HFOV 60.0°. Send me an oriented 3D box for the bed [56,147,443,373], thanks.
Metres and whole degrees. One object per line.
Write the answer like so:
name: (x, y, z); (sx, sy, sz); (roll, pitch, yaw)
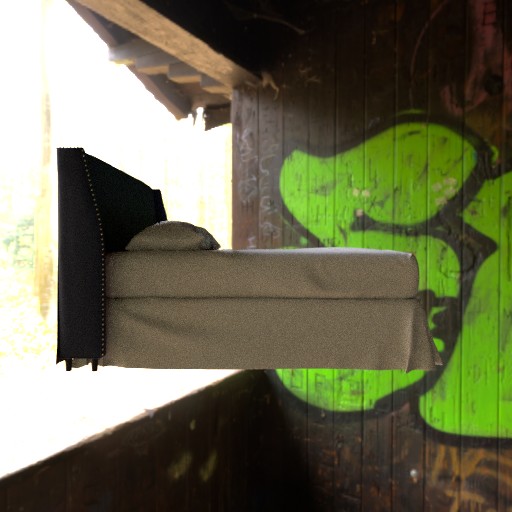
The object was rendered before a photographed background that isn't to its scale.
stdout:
bed: (0.000, 0.000, 3.468); (2.276, 1.332, 1.925); (0, 1, 2)
